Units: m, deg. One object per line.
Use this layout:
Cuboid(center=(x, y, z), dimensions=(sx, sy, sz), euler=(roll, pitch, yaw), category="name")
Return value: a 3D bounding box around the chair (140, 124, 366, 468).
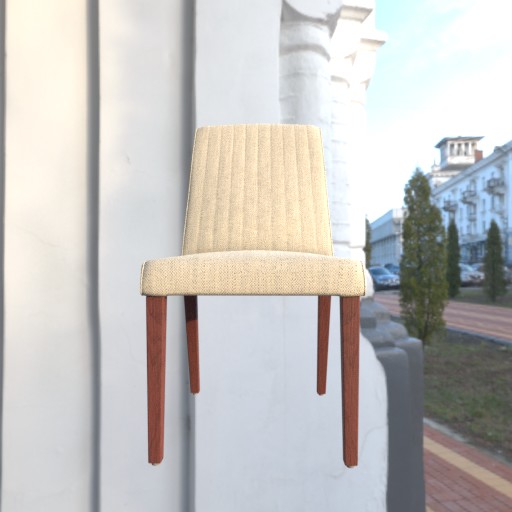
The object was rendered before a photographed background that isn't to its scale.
Cuboid(center=(0.000, 0.000, 1.217), dimensions=(0.480, 0.900, 0.594), euler=(0, -1, 2), category="chair")
